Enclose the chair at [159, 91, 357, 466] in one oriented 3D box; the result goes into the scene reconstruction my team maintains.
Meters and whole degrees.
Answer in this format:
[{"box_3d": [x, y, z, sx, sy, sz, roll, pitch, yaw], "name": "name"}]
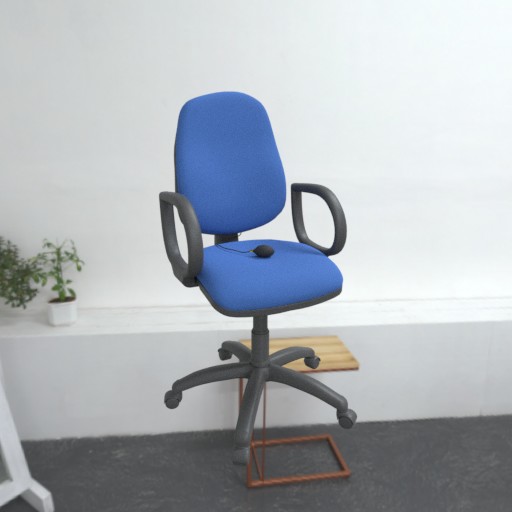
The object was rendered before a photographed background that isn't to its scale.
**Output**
[{"box_3d": [0.000, 0.000, 1.254, 0.552, 0.905, 0.549, -8, 18, -25], "name": "chair"}]
